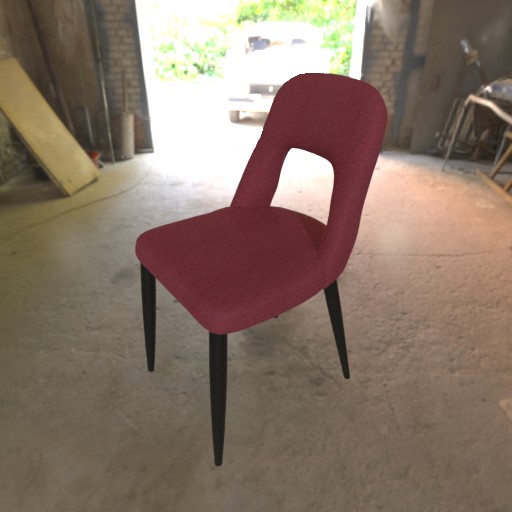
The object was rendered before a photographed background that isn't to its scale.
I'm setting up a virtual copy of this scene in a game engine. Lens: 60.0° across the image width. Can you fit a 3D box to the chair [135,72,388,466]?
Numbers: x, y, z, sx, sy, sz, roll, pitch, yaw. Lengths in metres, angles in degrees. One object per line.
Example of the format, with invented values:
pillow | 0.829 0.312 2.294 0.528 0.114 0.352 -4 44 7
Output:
chair | 0.000 0.000 1.224 0.569 0.892 0.483 -20 36 -30
